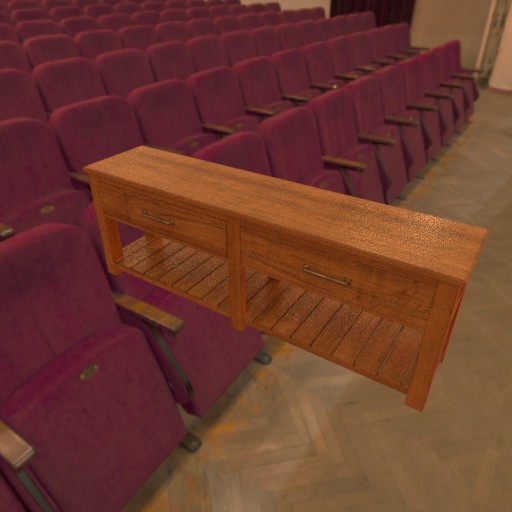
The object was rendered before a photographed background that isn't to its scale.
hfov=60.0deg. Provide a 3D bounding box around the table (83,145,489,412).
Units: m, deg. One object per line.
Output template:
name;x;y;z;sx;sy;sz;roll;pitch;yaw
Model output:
table;0.000;0.000;2.101;1.815;0.635;0.425;19;37;28
